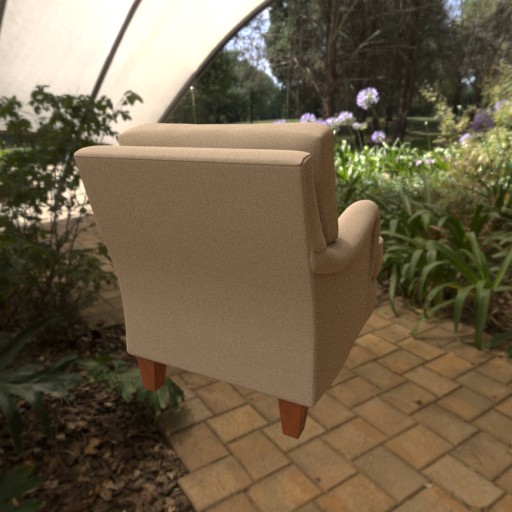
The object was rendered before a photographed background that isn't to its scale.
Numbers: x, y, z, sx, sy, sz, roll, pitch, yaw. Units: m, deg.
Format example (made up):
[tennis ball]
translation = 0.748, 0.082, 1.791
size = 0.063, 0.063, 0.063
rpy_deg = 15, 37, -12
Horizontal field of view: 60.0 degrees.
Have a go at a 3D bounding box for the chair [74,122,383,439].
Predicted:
[chair]
translation = 0.000, 0.000, 1.873
size = 0.895, 1.076, 1.078
rpy_deg = 8, 18, 26
